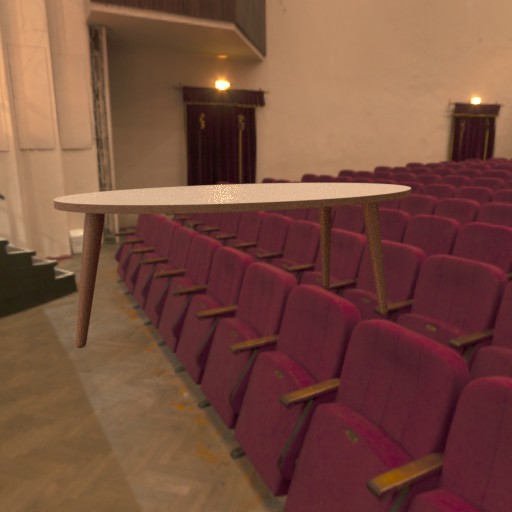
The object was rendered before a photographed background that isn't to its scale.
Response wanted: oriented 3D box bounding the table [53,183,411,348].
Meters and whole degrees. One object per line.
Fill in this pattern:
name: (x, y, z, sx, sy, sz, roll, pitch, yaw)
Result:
table: (0.000, 0.000, 1.340, 1.083, 0.390, 0.542, -6, 15, -25)
